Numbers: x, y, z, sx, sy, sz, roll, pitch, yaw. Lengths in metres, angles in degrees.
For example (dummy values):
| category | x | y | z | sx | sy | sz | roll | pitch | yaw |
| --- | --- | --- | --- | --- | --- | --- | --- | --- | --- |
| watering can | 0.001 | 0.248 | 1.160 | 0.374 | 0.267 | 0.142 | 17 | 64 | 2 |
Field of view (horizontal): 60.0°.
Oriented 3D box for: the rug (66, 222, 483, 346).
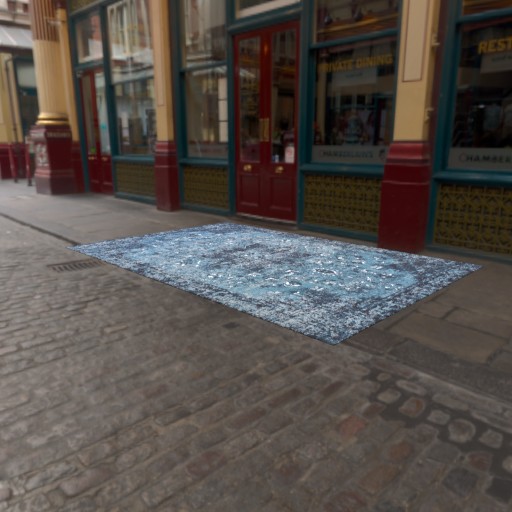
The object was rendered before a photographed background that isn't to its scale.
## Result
| category | x | y | z | sx | sy | sz | roll | pitch | yaw |
| --- | --- | --- | --- | --- | --- | --- | --- | --- | --- |
| rug | 0.000 | 0.000 | 2.304 | 1.828 | 0.005 | 1.219 | 13 | 19 | 43 |
